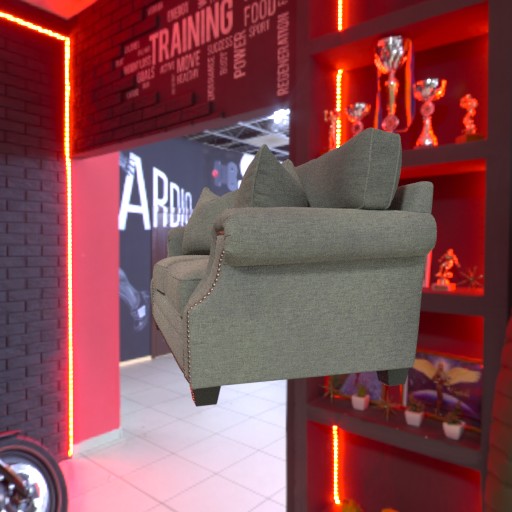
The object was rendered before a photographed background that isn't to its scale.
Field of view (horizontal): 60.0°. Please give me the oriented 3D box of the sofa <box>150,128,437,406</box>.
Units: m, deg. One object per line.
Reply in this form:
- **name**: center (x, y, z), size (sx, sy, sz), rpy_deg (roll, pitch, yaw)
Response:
- **sofa**: center (0.000, 0.000, 2.296), size (0.966, 0.966, 1.701), rpy_deg (0, 1, -18)
